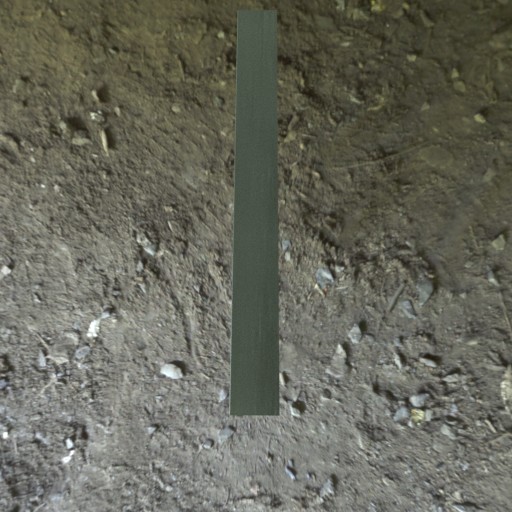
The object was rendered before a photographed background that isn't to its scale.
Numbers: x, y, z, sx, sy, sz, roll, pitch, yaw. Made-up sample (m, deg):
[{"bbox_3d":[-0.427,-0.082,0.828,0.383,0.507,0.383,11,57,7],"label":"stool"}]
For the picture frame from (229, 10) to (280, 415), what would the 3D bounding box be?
[{"bbox_3d":[0.000,0.000,0.730,0.046,0.555,0.449,0,75,0],"label":"picture frame"}]
